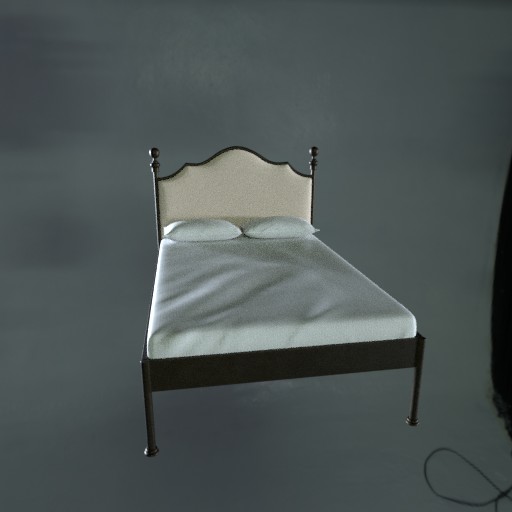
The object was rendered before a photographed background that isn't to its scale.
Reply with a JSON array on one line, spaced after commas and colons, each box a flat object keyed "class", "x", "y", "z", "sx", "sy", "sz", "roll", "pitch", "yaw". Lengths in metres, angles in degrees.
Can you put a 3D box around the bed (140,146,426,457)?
[{"class": "bed", "x": 0.000, "y": 0.000, "z": 3.197, "sx": 1.533, "sy": 1.462, "sz": 2.170, "roll": -3, "pitch": 16, "yaw": -9}]
